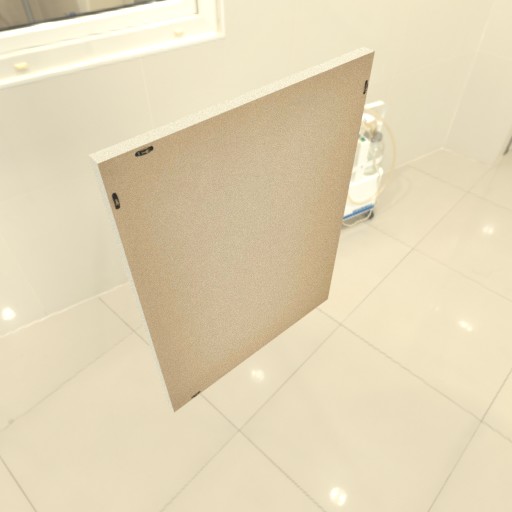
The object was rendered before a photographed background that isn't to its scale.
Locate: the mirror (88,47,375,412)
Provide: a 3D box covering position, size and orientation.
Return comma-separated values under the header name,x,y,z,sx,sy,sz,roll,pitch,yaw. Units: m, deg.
name,x,y,z,sx,sy,sz,roll,pitch,yaw
mirror,0.000,0.000,1.330,0.762,1.016,0.041,-31,54,-26
